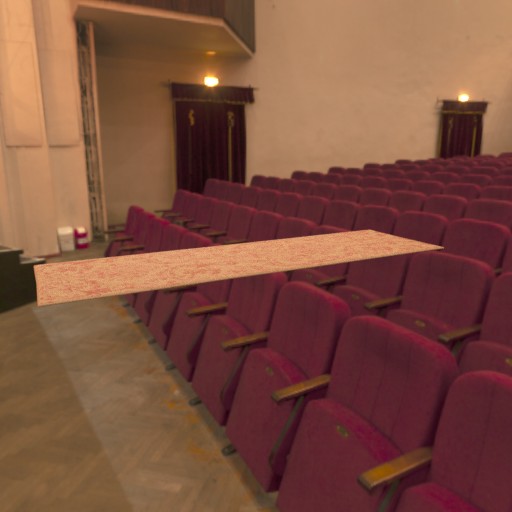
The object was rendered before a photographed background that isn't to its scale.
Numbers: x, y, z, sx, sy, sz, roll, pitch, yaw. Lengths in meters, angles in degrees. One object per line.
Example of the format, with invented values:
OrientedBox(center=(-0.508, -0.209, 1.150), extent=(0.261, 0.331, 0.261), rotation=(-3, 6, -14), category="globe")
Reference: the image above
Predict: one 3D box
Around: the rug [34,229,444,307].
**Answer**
OrientedBox(center=(0.000, 0.000, 2.450), extent=(2.196, 0.011, 0.662), rotation=(-7, 15, -26), category="rug")
